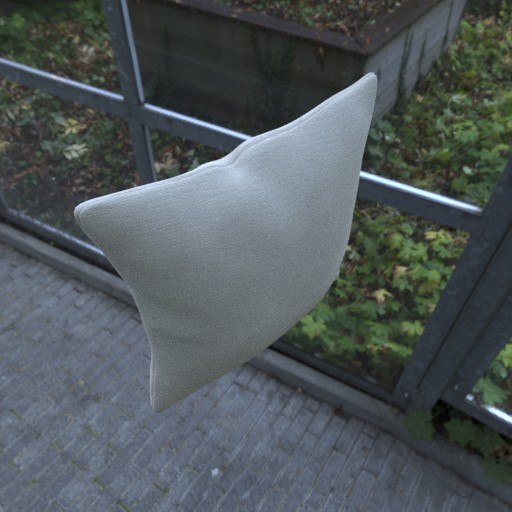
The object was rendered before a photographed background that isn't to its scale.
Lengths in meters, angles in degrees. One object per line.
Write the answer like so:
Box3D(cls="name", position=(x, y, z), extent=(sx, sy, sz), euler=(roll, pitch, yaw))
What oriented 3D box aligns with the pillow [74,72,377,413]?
Box3D(cls="pillow", position=(0.000, 0.000, 0.647), extent=(0.437, 0.420, 0.162), euler=(-33, 54, -27))
